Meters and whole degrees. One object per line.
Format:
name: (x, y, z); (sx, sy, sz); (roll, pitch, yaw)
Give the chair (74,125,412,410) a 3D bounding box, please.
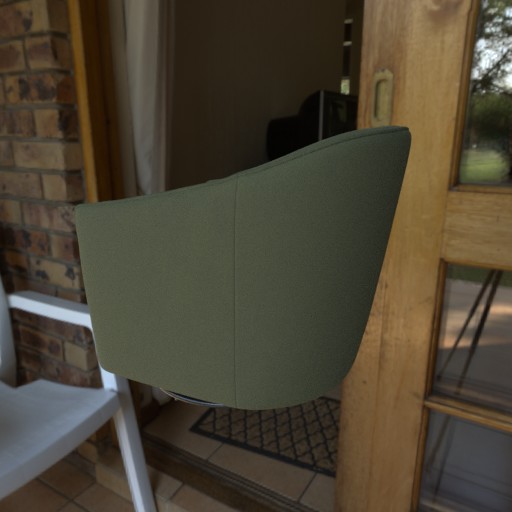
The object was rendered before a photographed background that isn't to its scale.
chair: (0.000, 0.000, 1.421); (0.875, 0.799, 0.747); (7, 17, 25)
